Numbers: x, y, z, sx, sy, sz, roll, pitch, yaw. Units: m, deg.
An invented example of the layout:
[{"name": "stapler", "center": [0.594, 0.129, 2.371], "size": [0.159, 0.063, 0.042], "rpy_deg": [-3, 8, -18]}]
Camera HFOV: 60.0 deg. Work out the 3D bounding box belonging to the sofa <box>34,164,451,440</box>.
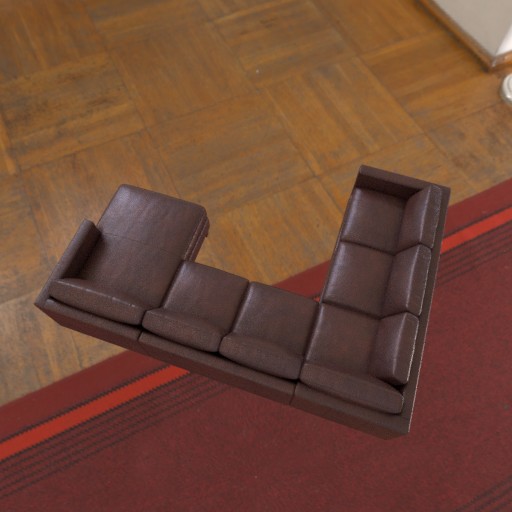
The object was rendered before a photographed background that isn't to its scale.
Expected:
[{"name": "sofa", "center": [0.000, 0.000, 4.435], "size": [3.324, 0.891, 2.452], "rpy_deg": [17, 65, 8]}]
